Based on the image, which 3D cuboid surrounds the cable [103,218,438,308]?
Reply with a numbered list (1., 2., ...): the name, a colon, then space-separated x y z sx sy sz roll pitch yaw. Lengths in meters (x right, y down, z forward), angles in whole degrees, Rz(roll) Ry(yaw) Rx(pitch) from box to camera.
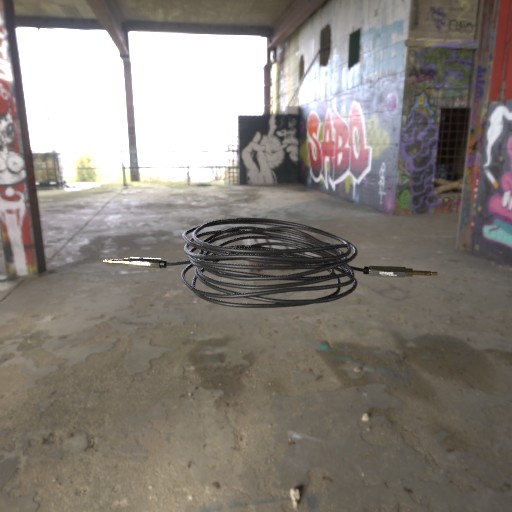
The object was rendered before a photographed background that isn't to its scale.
1. cable: 0.000 0.000 0.520 0.432 0.069 0.198 3 14 10
